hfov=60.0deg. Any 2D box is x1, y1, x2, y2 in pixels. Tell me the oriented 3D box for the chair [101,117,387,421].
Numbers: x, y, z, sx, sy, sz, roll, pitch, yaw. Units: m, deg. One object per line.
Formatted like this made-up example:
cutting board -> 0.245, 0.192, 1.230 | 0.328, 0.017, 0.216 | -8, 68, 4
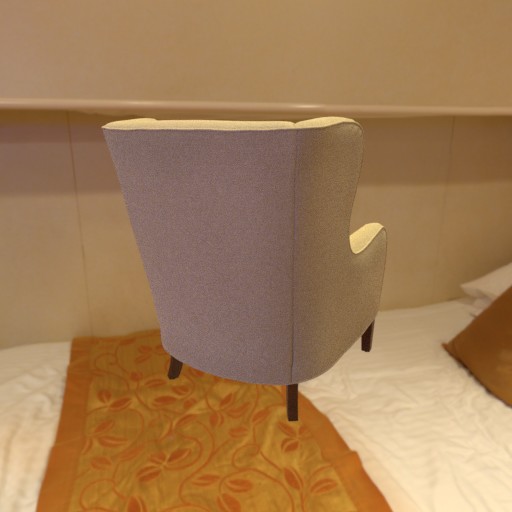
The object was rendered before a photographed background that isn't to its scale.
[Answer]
chair -> 0.000, 0.000, 1.752 | 0.838, 1.040, 0.966 | 9, 19, 28
